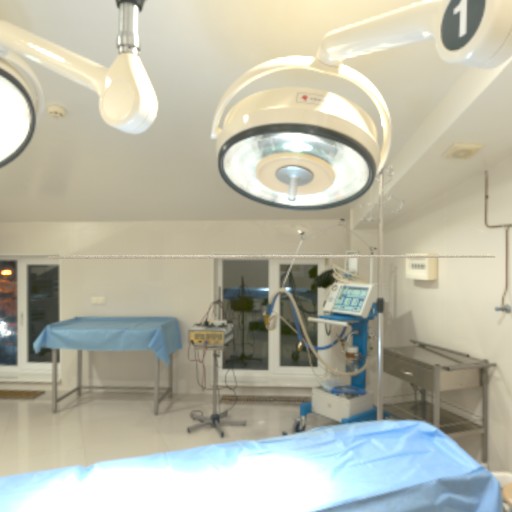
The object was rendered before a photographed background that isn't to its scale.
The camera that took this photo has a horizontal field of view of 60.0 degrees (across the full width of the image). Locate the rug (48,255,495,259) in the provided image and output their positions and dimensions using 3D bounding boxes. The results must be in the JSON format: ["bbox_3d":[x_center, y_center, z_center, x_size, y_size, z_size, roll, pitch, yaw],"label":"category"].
[{"bbox_3d":[0.000,0.000,4.294,3.359,0.020,2.448,0,0,-17],"label":"rug"}]
